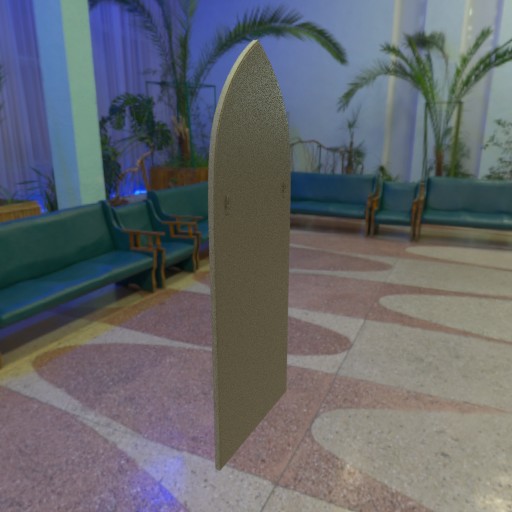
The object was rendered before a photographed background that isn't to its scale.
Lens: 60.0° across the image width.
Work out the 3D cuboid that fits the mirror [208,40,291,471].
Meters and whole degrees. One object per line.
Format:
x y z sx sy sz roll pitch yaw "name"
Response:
0.000 0.000 1.321 0.025 1.175 0.464 8 18 27 "mirror"
